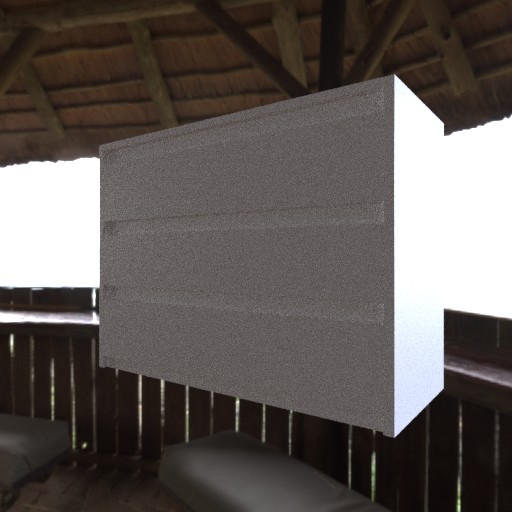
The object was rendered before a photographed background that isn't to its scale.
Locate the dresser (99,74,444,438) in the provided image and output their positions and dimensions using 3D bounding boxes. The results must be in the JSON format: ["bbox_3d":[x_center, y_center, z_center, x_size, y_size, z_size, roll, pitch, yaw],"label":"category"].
[{"bbox_3d":[0.000,0.000,1.506,1.100,0.820,0.460,0,0,36],"label":"dresser"}]
